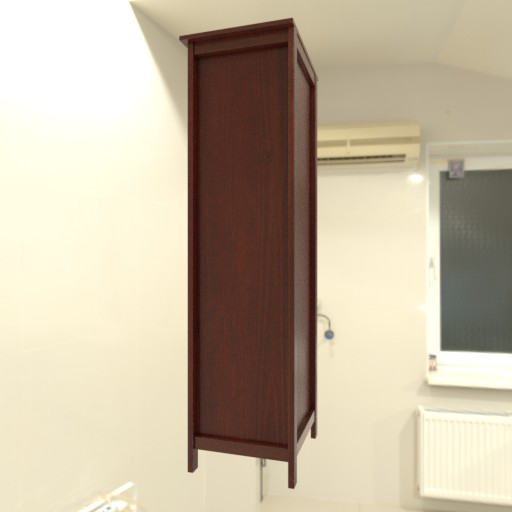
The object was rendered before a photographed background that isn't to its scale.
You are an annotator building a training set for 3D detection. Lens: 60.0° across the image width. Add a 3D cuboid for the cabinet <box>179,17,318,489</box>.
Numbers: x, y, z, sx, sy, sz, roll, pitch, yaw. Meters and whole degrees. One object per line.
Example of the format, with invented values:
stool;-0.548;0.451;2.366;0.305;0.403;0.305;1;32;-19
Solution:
cabinet;0.000;0.000;1.708;0.401;1.518;0.500;0;0;17
